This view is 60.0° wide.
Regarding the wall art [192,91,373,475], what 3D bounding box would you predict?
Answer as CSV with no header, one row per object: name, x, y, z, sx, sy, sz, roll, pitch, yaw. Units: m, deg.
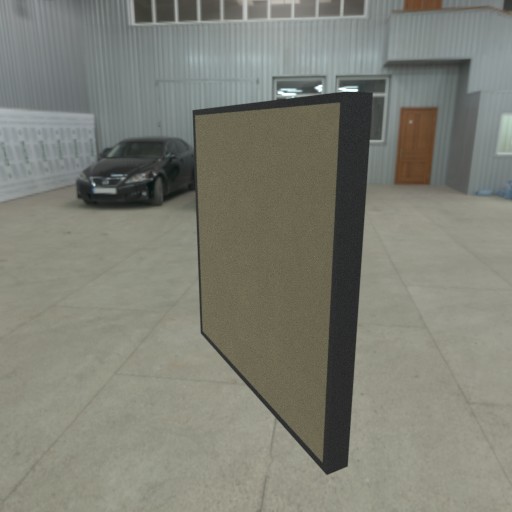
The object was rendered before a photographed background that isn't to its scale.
wall art,0.000,0.000,0.780,0.037,0.507,0.509,-8,18,-26
